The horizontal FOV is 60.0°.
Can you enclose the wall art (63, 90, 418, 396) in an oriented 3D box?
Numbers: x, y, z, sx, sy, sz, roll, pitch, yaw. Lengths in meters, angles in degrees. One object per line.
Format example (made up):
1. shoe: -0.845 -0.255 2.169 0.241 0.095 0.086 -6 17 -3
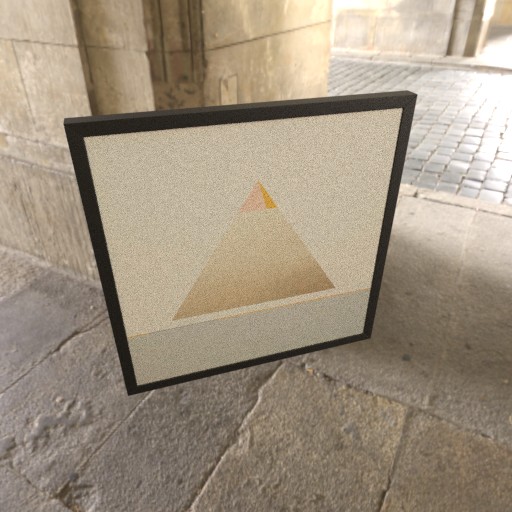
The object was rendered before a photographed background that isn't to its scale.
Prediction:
1. wall art: 0.000 0.000 1.151 0.769 0.766 0.042 -10 34 -15
